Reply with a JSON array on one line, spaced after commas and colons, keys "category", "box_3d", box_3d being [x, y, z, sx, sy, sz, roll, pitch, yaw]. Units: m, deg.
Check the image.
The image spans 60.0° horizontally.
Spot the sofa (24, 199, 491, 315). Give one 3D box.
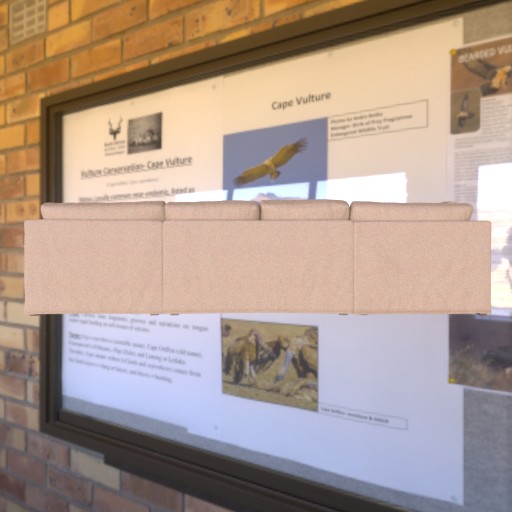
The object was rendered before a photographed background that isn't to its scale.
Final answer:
[{"category": "sofa", "box_3d": [0.000, 0.000, 4.441, 3.460, 0.882, 2.427, 0, 0, 0]}]
